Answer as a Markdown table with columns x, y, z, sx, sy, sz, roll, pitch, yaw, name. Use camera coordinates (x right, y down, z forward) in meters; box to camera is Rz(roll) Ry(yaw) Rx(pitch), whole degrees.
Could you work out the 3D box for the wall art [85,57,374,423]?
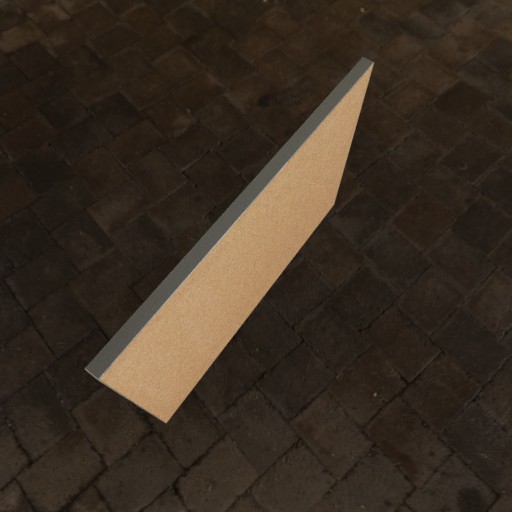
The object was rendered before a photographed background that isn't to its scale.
| x | y | z | sx | sy | sz | roll | pitch | yaw | name |
| --- | --- | --- | --- | --- | --- | --- | --- | --- | --- |
| 0.000 | 0.000 | 0.780 | 0.021 | 0.410 | 0.615 | 33 | 68 | 15 | wall art |
